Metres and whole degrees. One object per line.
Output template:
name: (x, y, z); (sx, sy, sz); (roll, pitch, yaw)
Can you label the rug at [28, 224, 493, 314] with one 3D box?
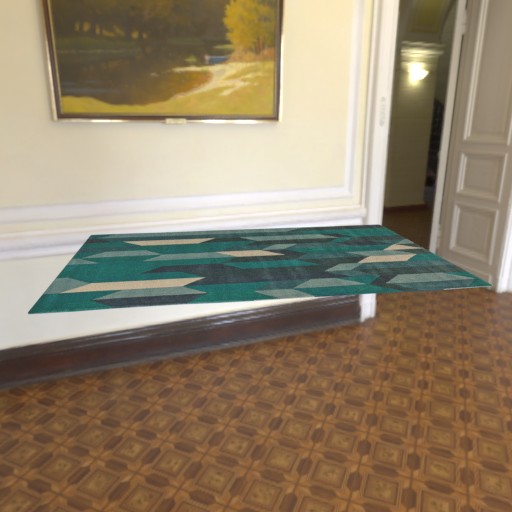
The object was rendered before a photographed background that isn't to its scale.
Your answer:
rug: (0.000, 0.000, 2.983); (2.420, 0.005, 1.528); (-3, 17, -8)
